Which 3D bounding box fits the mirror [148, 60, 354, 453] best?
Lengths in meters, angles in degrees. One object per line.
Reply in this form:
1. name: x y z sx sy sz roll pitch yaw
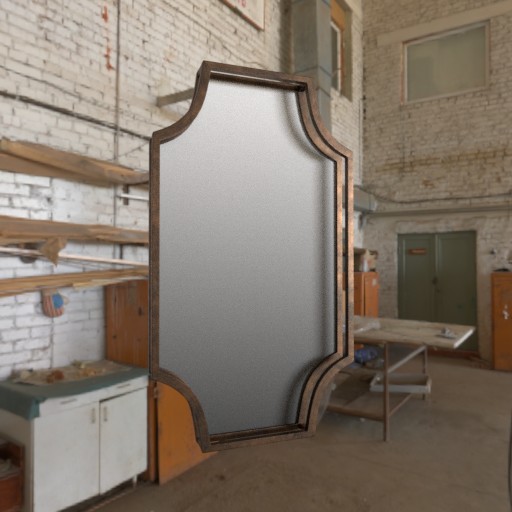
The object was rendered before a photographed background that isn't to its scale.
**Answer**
1. mirror: 0.000 0.000 0.989 0.462 0.811 0.066 0 -1 -20
